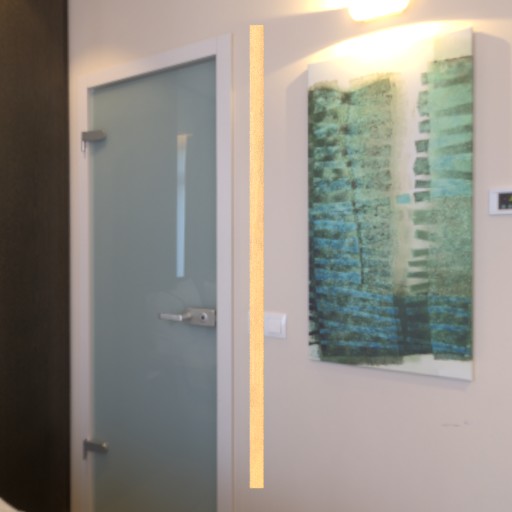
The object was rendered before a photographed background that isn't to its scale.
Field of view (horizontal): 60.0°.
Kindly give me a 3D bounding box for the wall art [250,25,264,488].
[{"bbox_3d":[0.000,0.000,1.358,0.030,1.002,0.798,0,1,0],"label":"wall art"}]
